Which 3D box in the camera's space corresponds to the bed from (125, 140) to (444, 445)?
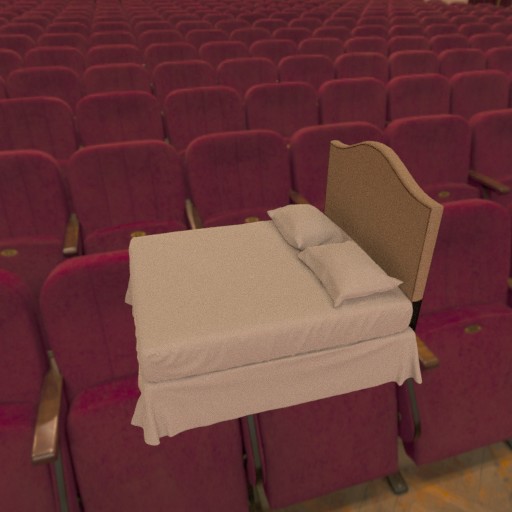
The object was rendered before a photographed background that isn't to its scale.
[{"bbox_3d":[0.000,0.000,3.550,2.221,1.645,1.876,-8,31,-14],"label":"bed"}]
